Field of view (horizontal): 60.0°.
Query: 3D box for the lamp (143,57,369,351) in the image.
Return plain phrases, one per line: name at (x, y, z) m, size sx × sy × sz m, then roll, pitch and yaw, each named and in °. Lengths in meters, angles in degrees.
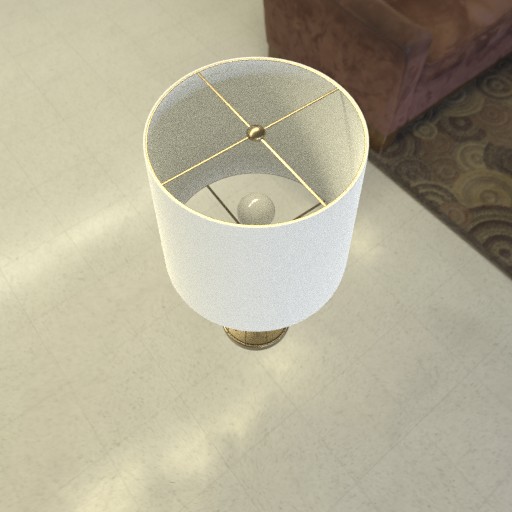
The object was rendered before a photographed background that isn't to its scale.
lamp at (0.000, 0.000, 0.777) m, size 0.303 × 0.618 × 0.303 m, roll 0°, pitch 62°, yaw 0°
